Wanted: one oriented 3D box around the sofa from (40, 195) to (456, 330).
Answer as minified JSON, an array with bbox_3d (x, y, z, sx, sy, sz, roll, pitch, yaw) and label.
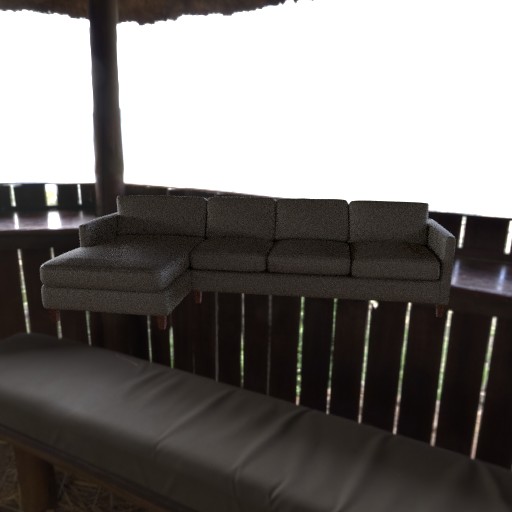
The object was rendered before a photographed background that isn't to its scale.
[{"bbox_3d":[0.000,0.000,3.823,3.201,0.876,1.502,2,15,9],"label":"sofa"}]
